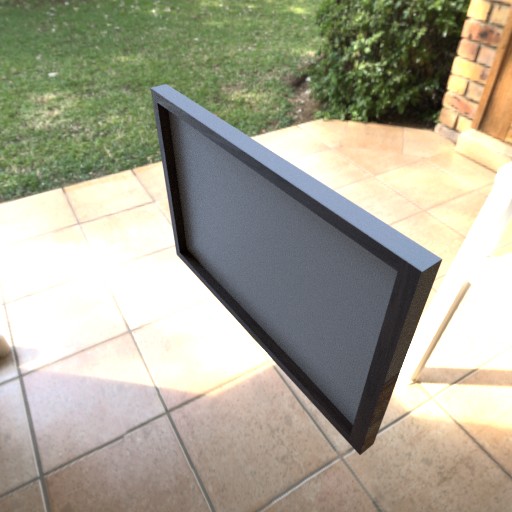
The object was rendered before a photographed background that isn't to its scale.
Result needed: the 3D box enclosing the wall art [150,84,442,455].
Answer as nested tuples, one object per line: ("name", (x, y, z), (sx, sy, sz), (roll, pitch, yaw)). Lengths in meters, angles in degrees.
("wall art", (0.000, 0.000, 1.156), (0.050, 0.610, 0.914), (-26, 48, -26))
